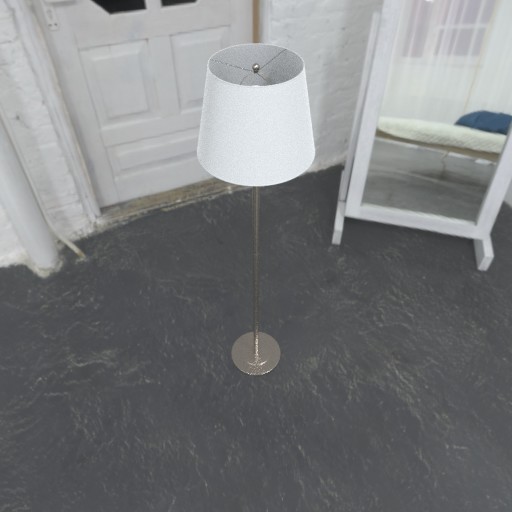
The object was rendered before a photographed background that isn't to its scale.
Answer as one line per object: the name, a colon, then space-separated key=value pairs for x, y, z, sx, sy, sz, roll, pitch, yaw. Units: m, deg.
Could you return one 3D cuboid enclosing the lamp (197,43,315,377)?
lamp: x=0.000 y=0.000 z=1.690 sx=0.355 sy=1.473 sz=0.355 roll=0 pitch=47 yaw=0
